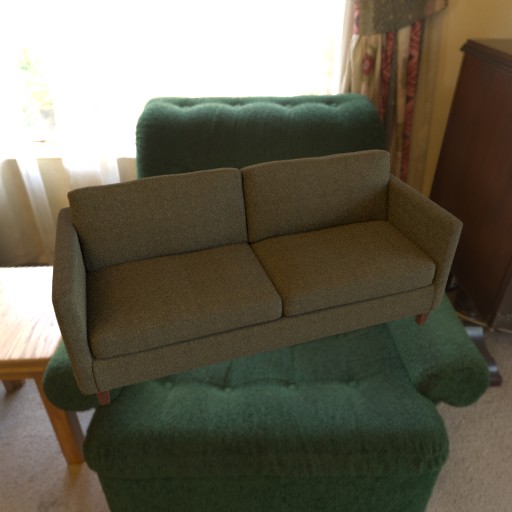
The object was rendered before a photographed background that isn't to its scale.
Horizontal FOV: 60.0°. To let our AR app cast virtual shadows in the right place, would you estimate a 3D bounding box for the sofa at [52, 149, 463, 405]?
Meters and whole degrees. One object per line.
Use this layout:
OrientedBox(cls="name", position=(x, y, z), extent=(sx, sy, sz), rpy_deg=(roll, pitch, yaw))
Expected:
OrientedBox(cls="sofa", position=(0.000, 0.000, 2.717), extent=(2.208, 0.965, 0.948), rpy_deg=(-10, 35, -15))
